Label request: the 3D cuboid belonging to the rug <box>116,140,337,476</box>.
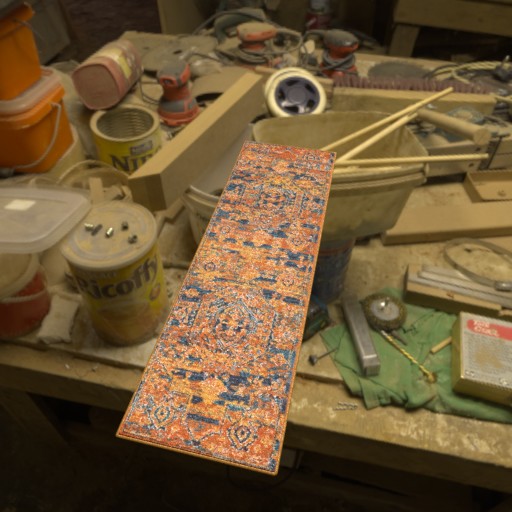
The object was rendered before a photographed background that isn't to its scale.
[{"bbox_3d":[0.000,0.000,2.048,0.556,0.013,1.820,10,48,9],"label":"rug"}]
